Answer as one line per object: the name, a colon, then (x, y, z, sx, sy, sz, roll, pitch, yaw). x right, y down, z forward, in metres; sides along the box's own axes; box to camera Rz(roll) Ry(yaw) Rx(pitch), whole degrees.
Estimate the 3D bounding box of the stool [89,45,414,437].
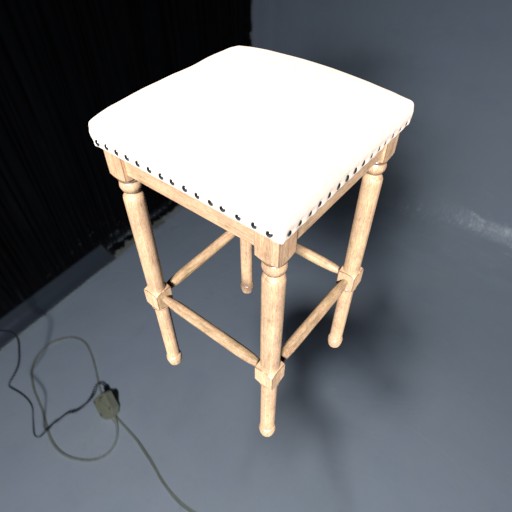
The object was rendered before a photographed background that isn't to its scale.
stool: (0.000, 0.000, 0.954, 0.383, 0.768, 0.382, 30, 53, 25)
